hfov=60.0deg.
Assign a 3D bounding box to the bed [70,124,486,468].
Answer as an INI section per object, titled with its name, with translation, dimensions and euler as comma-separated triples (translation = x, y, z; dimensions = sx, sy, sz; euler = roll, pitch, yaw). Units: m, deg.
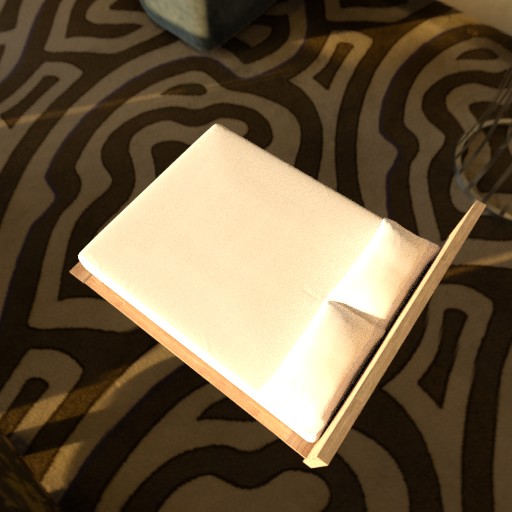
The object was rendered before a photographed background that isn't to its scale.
[bed]
translation = 0.000, 0.000, 3.095
dimensions = 2.145, 1.071, 1.759
euler = 34, 68, 16
